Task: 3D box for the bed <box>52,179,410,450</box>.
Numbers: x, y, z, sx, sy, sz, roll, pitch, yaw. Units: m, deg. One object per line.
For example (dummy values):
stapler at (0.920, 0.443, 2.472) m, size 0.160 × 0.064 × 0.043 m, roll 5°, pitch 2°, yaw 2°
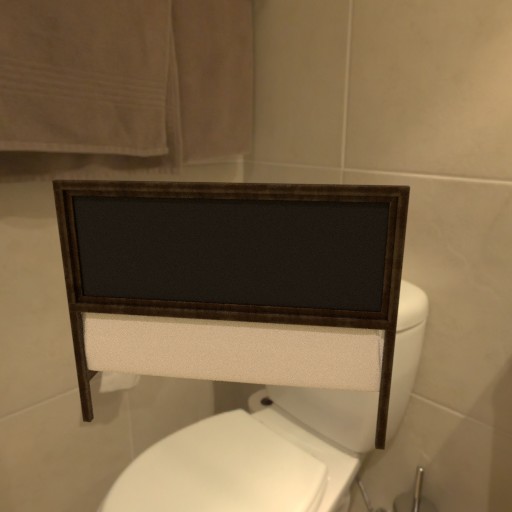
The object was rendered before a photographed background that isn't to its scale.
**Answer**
bed at (0.000, 0.000, 3.193) m, size 1.607 × 1.313 × 2.221 m, roll 2°, pitch 17°, yaw 8°
